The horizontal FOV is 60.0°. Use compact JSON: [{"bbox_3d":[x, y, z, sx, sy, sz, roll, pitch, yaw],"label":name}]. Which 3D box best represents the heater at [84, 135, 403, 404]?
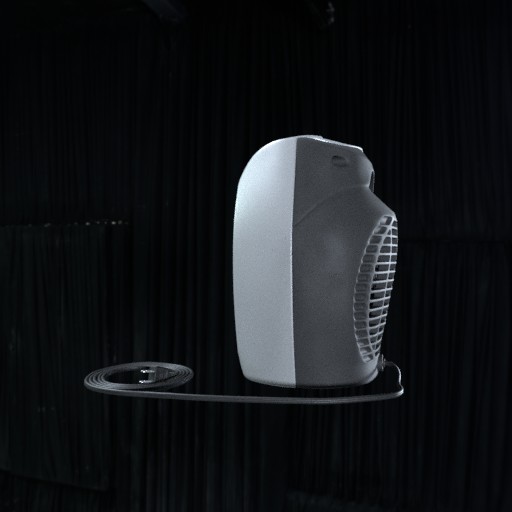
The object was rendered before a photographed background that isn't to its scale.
[{"bbox_3d":[0.000,0.000,0.465,0.291,0.240,0.239,0,0,17],"label":"heater"}]
